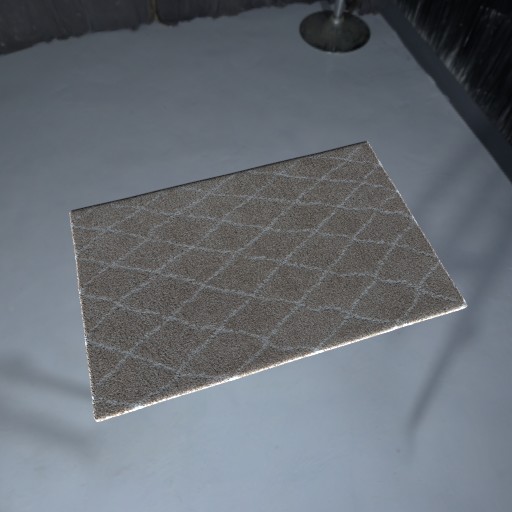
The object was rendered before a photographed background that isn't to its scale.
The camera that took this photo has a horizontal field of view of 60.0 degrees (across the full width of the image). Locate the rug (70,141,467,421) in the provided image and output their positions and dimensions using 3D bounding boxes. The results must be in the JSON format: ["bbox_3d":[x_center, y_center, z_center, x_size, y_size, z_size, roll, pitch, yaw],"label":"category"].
[{"bbox_3d":[0.000,0.000,3.515,2.743,0.030,1.778,-15,60,-9],"label":"rug"}]
